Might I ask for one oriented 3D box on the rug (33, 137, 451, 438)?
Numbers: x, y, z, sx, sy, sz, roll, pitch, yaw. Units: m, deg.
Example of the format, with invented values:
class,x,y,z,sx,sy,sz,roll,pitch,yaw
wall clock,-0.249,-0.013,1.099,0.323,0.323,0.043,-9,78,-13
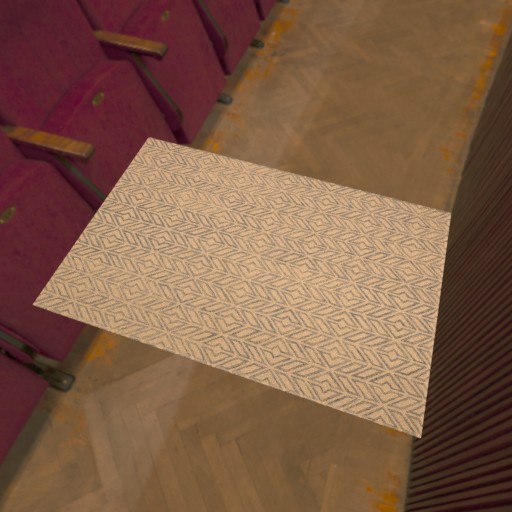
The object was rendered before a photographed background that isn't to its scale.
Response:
class,x,y,z,sx,sy,sz,roll,pitch,yaw
rug,0.000,0.000,2.260,1.824,0.008,1.220,16,58,10
